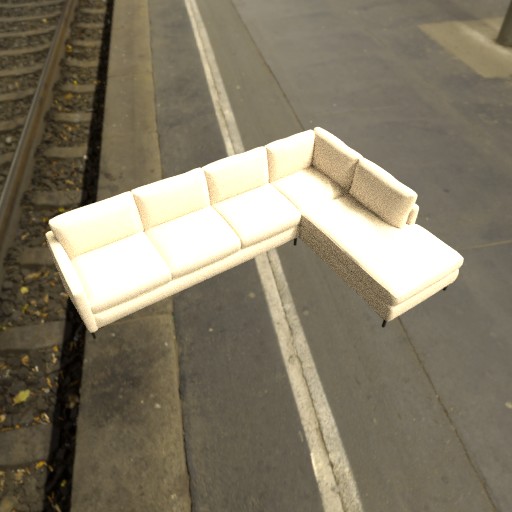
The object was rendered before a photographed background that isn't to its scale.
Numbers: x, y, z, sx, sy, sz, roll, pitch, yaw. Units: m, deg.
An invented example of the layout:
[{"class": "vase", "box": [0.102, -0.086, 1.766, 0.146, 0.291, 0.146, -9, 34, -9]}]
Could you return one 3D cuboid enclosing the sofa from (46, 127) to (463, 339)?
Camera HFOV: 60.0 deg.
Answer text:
[{"class": "sofa", "box": [0.000, 0.000, 3.773, 2.949, 0.815, 2.007, -24, 50, -22]}]
